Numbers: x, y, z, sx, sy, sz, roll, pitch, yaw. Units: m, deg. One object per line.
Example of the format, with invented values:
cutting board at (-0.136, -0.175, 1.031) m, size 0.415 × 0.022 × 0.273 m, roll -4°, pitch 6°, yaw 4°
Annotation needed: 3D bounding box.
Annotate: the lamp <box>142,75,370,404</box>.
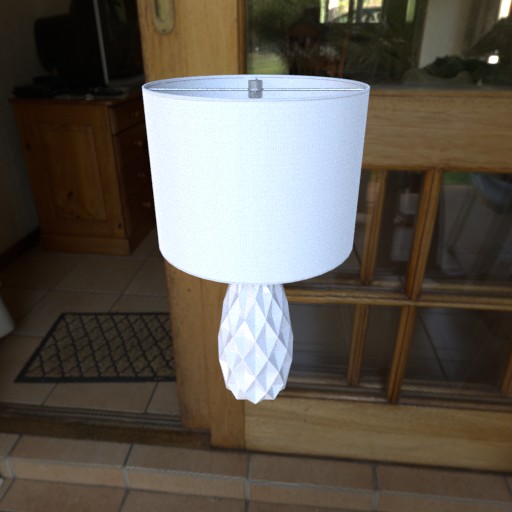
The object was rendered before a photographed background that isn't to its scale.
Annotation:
lamp at (0.000, 0.000, 0.707) m, size 0.297 × 0.522 × 0.297 m, roll 0°, pitch 27°, yaw 0°
